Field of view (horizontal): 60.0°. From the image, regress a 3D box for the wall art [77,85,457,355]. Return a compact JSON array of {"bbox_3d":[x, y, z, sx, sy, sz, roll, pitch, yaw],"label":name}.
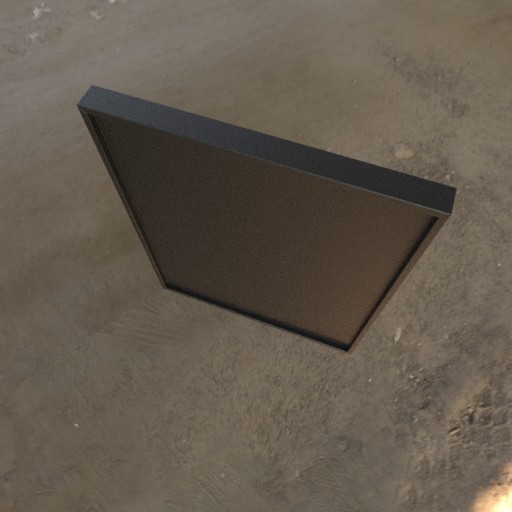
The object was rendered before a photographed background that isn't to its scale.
[{"bbox_3d":[0.000,0.000,0.753,0.449,0.555,0.039,18,64,9],"label":"wall art"}]
